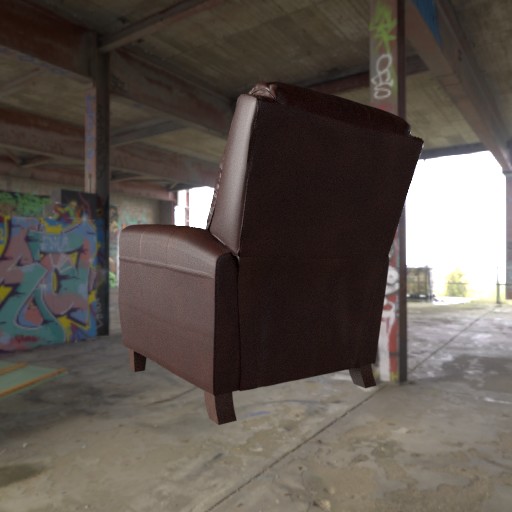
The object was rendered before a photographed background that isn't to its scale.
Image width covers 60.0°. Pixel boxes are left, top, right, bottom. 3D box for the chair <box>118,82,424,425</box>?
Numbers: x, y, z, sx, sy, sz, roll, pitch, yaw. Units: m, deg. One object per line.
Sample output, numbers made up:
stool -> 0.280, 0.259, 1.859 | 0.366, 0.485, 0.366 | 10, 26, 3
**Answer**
chair -> 0.000, 0.000, 1.789 | 0.826, 1.022, 1.089 | 0, 0, -35
